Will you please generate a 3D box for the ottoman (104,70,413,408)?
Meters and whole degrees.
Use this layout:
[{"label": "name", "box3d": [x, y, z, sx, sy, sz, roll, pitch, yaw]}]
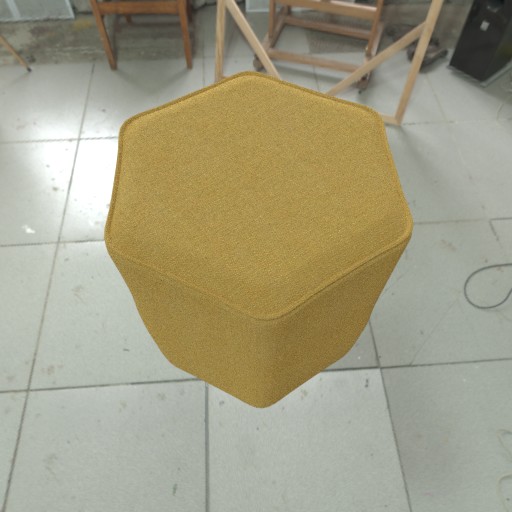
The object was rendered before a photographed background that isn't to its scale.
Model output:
[{"label": "ottoman", "box3d": [0.000, 0.000, 0.873, 0.494, 0.502, 0.443, -29, 63, -17]}]
